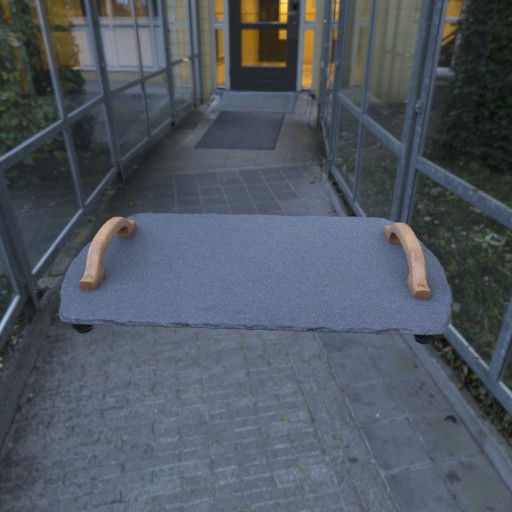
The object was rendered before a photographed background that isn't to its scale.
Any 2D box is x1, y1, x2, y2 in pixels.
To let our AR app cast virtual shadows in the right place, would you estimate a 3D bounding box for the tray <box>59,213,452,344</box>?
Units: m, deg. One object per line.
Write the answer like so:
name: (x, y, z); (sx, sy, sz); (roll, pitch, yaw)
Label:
tray: (0.000, 0.000, 0.468); (0.387, 0.062, 0.231); (1, 29, 2)
